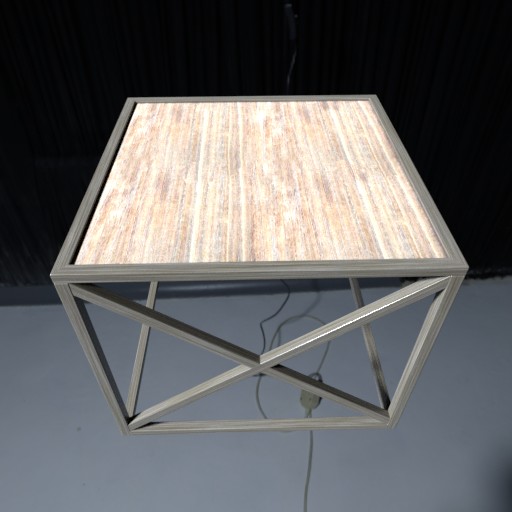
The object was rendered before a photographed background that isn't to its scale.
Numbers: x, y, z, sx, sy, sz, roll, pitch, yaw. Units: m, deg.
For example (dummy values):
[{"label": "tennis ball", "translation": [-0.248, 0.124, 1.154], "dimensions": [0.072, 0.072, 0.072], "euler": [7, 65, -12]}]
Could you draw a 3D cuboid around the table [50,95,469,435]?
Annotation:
[{"label": "table", "translation": [0.000, 0.000, 1.039], "dimensions": [0.611, 0.507, 0.609], "euler": [-1, 43, -1]}]
